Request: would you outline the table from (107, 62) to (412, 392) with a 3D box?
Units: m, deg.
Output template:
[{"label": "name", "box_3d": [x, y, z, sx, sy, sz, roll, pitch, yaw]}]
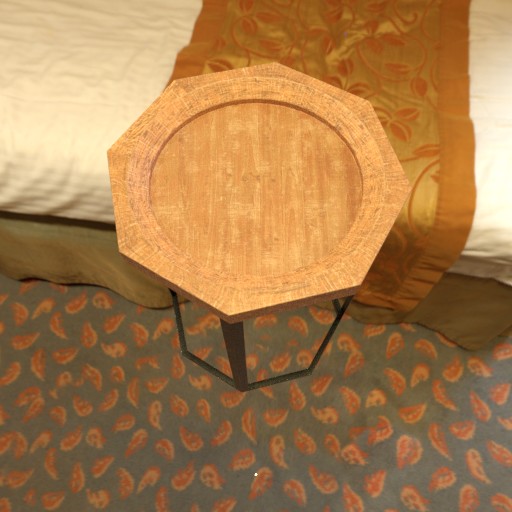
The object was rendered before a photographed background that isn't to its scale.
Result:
[{"label": "table", "box_3d": [0.000, 0.000, 0.874, 0.437, 0.553, 0.437, -33, 68, -15]}]
